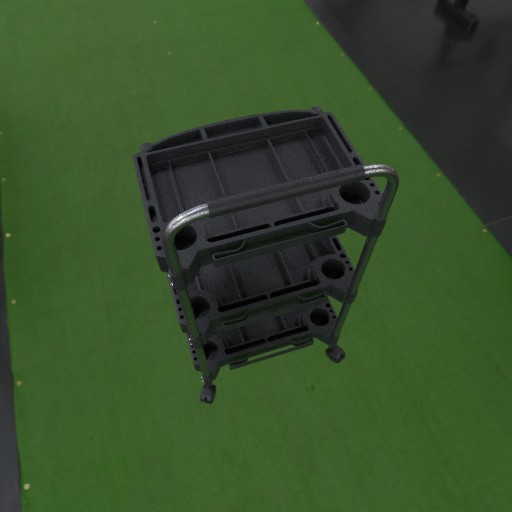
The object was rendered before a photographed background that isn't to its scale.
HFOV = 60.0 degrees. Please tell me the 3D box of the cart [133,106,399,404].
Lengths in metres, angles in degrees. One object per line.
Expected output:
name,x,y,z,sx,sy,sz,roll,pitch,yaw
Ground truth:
cart,0.000,0.000,1.393,0.584,1.075,0.518,-15,58,-10
